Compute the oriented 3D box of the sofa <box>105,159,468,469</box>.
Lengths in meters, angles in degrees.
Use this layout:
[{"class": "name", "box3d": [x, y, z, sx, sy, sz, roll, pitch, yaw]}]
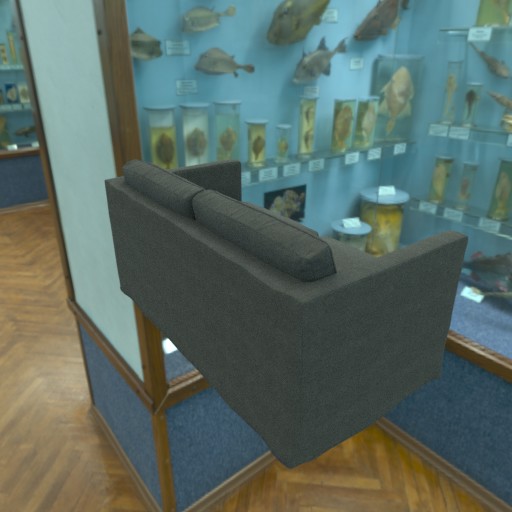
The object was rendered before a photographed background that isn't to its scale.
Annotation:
[{"class": "sofa", "box3d": [0.000, 0.000, 2.360, 0.974, 0.854, 1.802, -17, 30, -32]}]
